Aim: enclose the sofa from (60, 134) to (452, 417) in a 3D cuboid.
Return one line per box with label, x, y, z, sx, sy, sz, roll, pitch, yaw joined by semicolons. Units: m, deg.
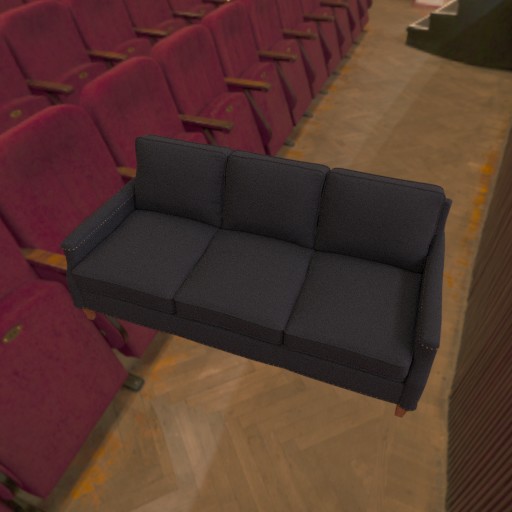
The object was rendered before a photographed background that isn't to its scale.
sofa;0.000;0.000;2.836;2.246;1.003;1.084;14;43;15
